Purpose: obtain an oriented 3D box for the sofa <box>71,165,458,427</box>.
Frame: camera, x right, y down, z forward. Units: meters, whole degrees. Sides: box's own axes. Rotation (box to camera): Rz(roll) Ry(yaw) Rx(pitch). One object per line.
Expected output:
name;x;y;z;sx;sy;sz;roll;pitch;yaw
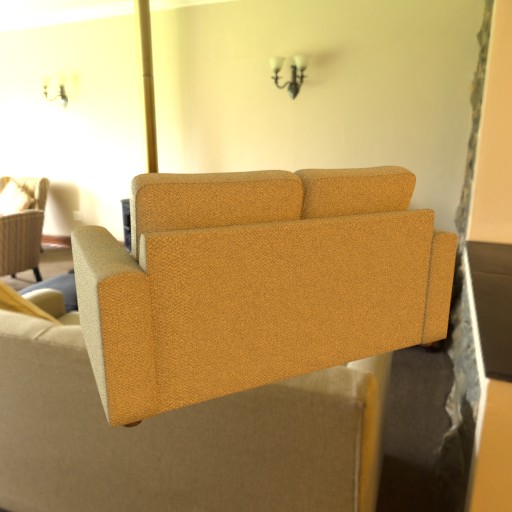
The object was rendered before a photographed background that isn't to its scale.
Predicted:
sofa;0.000;0.000;2.186;1.616;0.873;1.016;-7;16;-26
